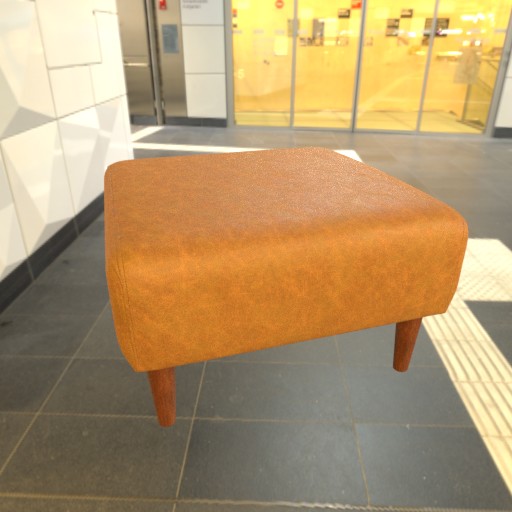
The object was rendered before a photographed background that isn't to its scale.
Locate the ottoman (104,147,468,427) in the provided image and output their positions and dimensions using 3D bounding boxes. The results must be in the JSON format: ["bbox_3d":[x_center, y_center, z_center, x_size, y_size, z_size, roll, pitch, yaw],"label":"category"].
[{"bbox_3d":[0.000,0.000,1.055,0.650,0.399,0.650,-8,27,-16],"label":"ottoman"}]
